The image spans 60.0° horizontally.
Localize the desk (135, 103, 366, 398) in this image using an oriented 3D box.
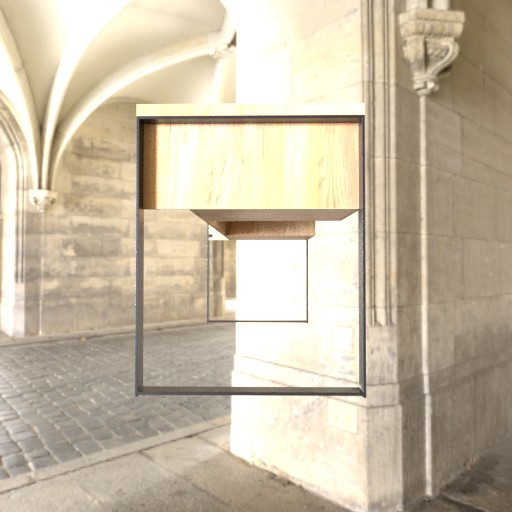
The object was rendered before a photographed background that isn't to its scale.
[{"bbox_3d":[0.000,0.000,1.906,0.600,0.760,1.520,0,-1,1],"label":"desk"}]
